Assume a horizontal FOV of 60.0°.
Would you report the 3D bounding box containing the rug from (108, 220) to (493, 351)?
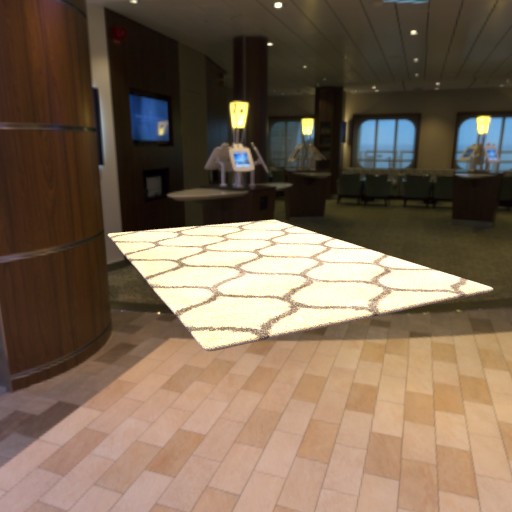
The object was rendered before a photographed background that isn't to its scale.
[{"bbox_3d":[0.000,0.000,3.393,1.801,0.026,2.701,-7,16,-25],"label":"rug"}]
